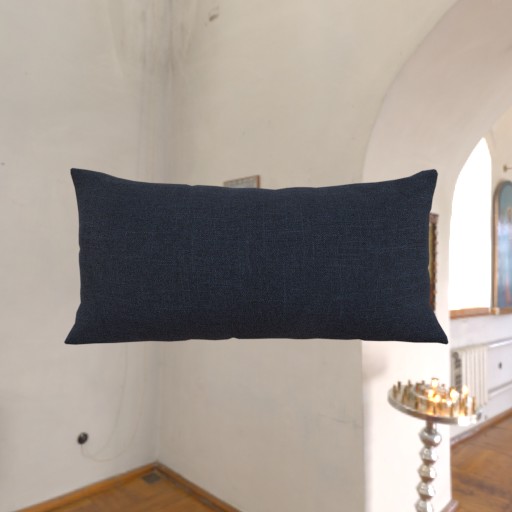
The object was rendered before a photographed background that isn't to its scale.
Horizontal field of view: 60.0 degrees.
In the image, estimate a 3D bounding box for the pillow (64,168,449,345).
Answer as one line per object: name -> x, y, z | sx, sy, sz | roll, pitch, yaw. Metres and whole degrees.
pillow -> 0.000, 0.000, 0.732 | 0.631, 0.292, 0.148 | 0, -1, 0
